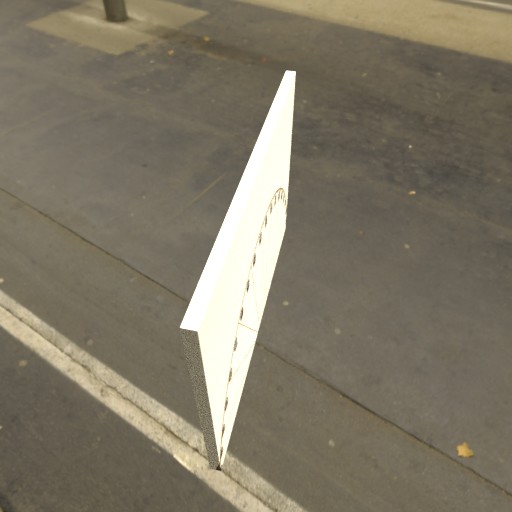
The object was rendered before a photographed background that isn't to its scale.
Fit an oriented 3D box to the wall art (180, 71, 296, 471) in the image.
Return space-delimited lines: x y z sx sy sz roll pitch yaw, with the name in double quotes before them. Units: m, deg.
"wall art" 0.000 0.000 1.492 0.038 0.767 1.144 9 47 9
